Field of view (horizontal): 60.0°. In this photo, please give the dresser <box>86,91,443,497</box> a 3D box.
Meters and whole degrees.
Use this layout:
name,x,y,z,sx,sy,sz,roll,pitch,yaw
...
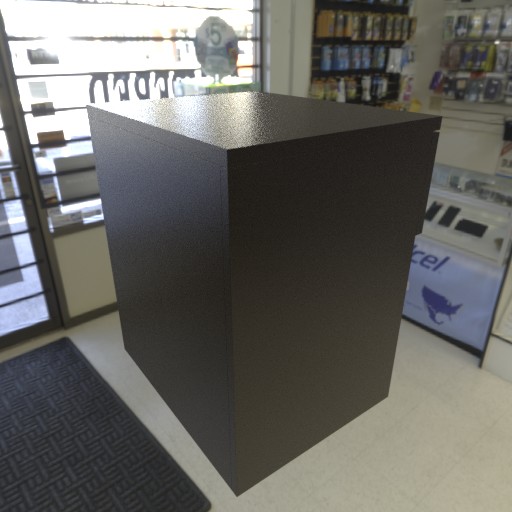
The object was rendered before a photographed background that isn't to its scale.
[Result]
name,x,y,z,sx,sy,sz,roll,pitch,yaw
dresser,0.000,0.000,0.739,0.360,0.470,0.400,-18,31,-32
